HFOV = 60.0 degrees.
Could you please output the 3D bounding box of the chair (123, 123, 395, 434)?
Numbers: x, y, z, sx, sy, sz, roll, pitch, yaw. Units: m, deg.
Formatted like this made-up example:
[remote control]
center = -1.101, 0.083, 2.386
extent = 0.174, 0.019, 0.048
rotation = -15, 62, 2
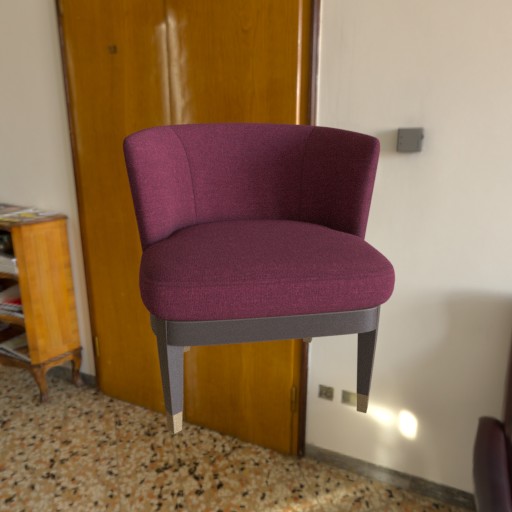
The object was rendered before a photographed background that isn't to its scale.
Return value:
[chair]
center = 0.000, 0.000, 1.298
extent = 0.700, 0.760, 0.660
rotation = -3, 16, -9
